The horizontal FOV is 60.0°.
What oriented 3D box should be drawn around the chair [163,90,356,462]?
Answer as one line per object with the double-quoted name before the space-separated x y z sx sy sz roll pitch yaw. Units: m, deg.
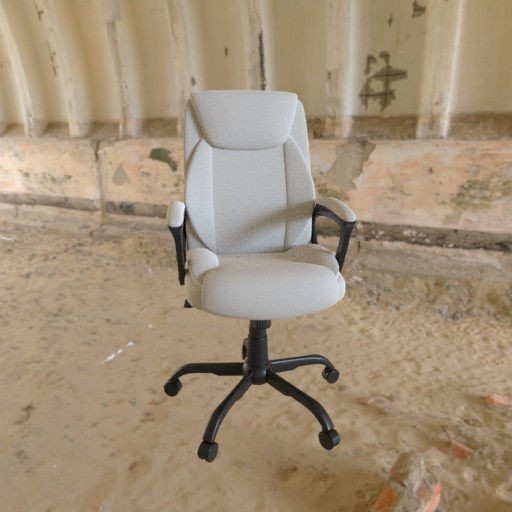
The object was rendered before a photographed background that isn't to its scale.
"chair" 0.000 0.000 1.458 0.663 1.065 0.669 -2 16 -8
